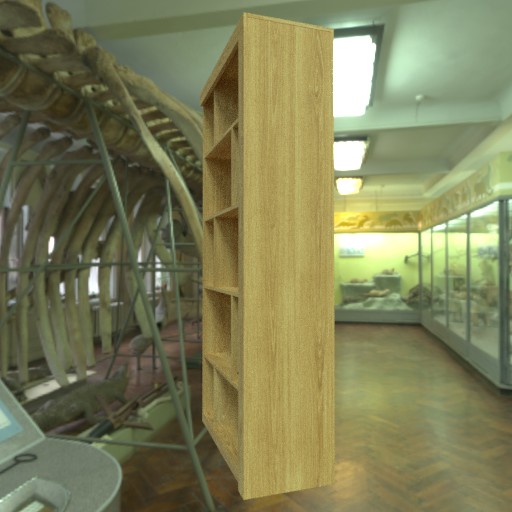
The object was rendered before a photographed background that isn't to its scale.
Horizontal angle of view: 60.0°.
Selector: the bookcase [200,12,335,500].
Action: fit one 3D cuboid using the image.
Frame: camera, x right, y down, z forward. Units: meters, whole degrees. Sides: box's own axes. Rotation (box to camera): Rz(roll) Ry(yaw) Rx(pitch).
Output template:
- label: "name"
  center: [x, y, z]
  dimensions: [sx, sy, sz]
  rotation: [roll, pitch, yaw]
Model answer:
- label: "bookcase"
  center: [0.000, 0.000, 2.351]
  dimensions: [0.420, 2.020, 0.950]
  rotation: [0, -1, -18]
